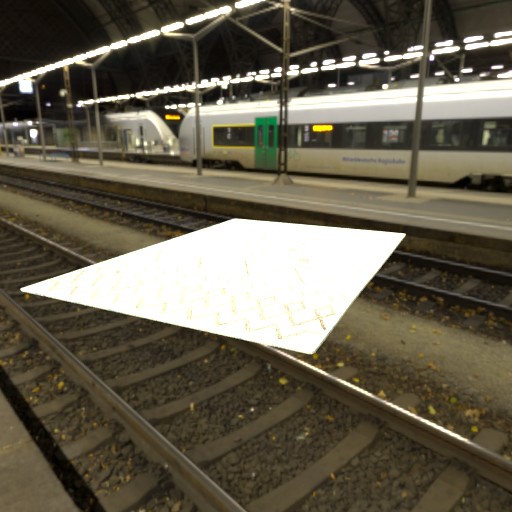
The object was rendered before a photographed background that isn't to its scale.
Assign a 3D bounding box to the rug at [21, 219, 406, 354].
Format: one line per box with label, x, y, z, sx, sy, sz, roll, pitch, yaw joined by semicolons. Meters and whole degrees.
rug;0.000;0.000;2.332;1.260;0.009;1.820;7;17;25
